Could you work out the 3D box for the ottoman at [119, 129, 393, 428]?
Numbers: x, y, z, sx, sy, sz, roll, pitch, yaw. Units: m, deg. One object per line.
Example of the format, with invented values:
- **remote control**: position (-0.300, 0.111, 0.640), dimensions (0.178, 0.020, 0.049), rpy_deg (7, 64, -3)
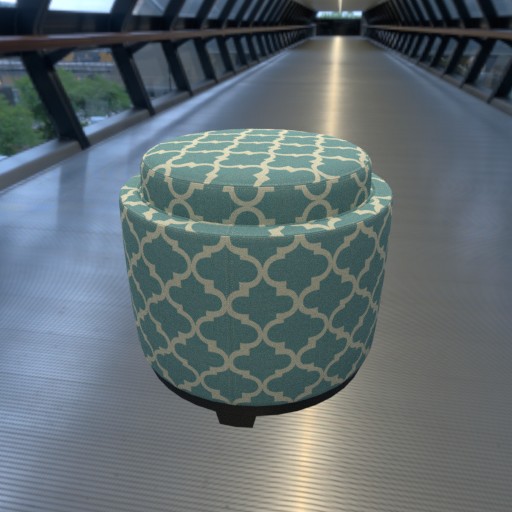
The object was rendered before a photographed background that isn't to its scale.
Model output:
- **ottoman**: position (0.000, 0.000, 0.854), dimensions (0.480, 0.429, 0.480), rpy_deg (0, 26, 0)
